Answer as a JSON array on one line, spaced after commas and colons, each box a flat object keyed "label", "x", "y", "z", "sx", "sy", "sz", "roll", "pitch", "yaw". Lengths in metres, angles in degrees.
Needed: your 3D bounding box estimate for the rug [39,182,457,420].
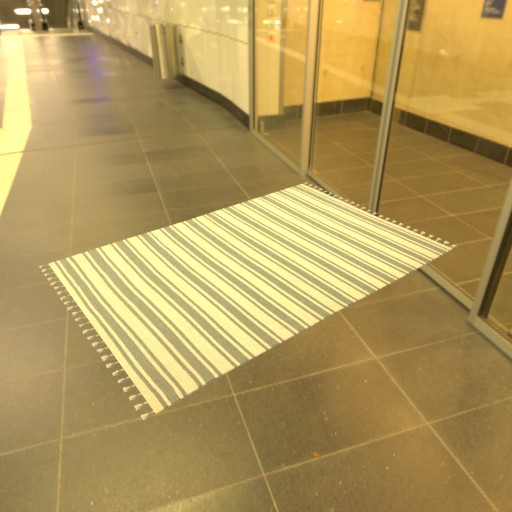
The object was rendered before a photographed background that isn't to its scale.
[{"label": "rug", "x": 0.000, "y": 0.000, "z": 3.010, "sx": 2.410, "sy": 0.011, "sz": 1.539, "roll": -22, "pitch": 37, "yaw": -32}]
